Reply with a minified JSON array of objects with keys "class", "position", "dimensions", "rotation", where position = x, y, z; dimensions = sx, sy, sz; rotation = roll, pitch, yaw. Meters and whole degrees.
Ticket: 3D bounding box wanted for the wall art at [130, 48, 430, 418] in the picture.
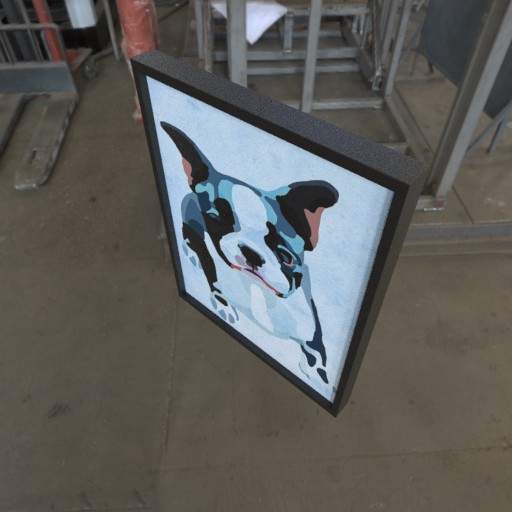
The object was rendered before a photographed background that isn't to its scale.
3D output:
[{"class":"wall art","position":[0.000,0.000,0.499],"dimensions":[0.294,0.369,0.030],"rotation":[33,55,27]}]
